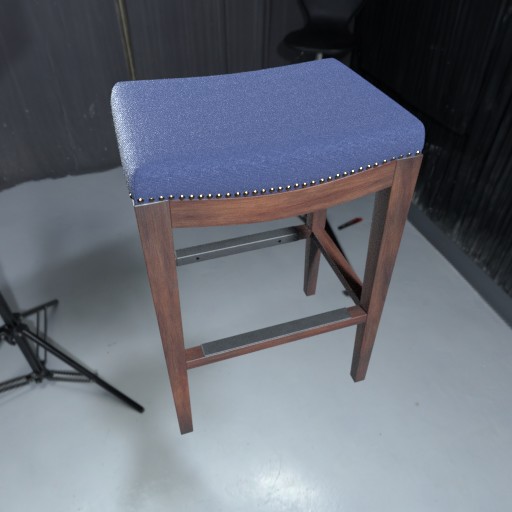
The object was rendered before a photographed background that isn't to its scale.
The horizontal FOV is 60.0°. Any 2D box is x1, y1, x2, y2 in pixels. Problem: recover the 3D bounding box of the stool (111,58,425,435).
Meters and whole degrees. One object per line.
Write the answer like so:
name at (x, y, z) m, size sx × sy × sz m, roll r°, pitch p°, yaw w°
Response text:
stool at (0.000, 0.000, 1.017) m, size 0.498 × 0.740 × 0.358 m, roll -12°, pitch 43°, yaw -13°
